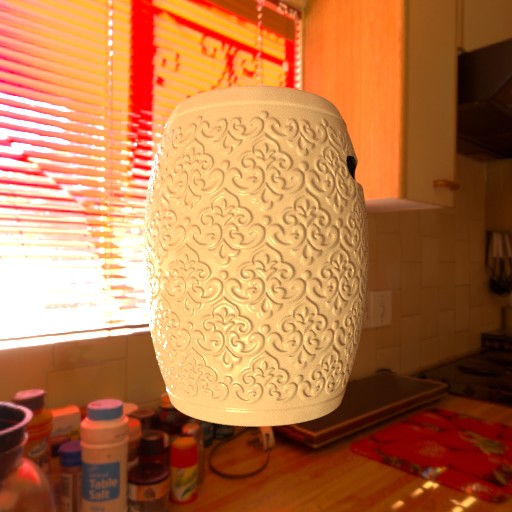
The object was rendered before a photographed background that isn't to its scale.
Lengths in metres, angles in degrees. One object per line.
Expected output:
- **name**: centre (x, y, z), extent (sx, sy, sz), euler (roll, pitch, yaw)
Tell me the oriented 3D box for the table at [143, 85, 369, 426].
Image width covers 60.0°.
- **table**: centre (0.000, 0.000, 0.625), extent (0.309, 0.397, 0.309), euler (0, -1, 0)
